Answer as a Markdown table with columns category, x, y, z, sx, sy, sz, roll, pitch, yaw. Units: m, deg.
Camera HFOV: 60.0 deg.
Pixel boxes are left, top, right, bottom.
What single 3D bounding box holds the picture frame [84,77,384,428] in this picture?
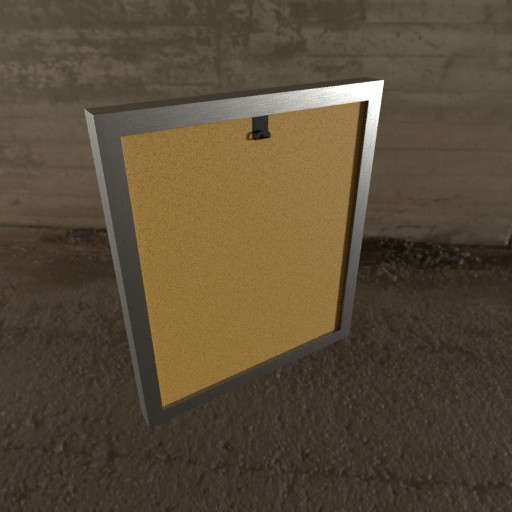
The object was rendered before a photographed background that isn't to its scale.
| category | x | y | z | sx | sy | sz | roll | pitch | yaw |
| --- | --- | --- | --- | --- | --- | --- | --- | --- | --- |
| picture frame | 0.000 | 0.000 | 1.375 | 0.839 | 0.968 | 0.073 | -18 | 35 | -27 |
